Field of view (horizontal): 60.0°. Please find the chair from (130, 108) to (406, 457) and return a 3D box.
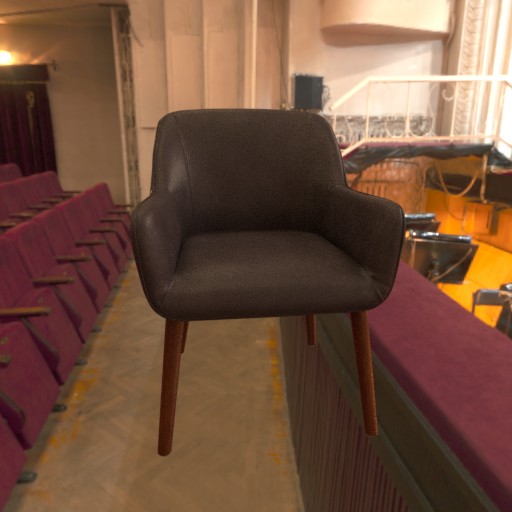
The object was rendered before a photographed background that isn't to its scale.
[{"bbox_3d":[0.000,0.000,1.263,0.610,0.828,0.610,-2,15,-8],"label":"chair"}]
